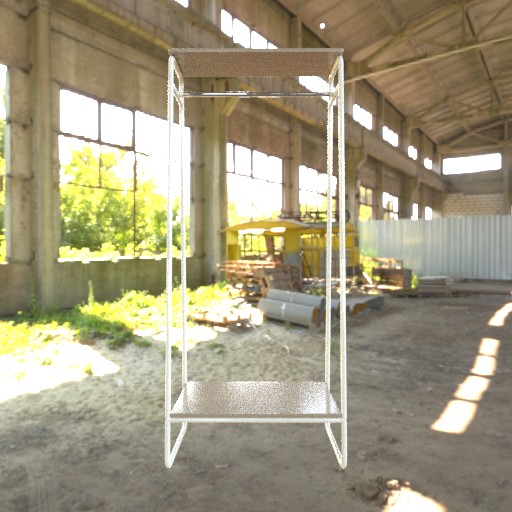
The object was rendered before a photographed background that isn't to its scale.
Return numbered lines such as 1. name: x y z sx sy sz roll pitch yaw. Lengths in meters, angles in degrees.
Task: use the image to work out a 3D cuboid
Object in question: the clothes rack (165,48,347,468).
1. clothes rack: 0.000 0.000 1.734 0.640 1.512 0.400 0 1 0
